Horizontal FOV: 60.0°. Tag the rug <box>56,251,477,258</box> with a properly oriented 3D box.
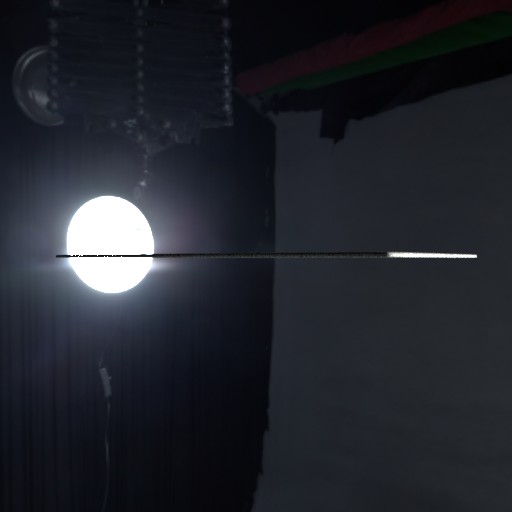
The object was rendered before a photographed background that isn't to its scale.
[{"bbox_3d":[0.000,0.000,3.028,2.469,0.024,1.539,0,0,37],"label":"rug"}]
